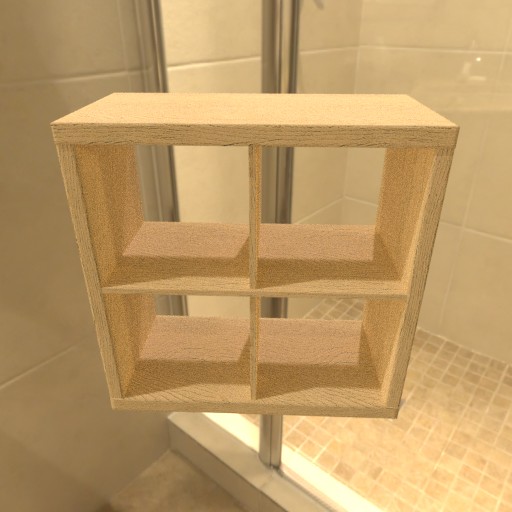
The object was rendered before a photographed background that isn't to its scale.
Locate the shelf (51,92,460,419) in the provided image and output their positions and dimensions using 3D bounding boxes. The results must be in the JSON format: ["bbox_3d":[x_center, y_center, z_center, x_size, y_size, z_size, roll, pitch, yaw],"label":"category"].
[{"bbox_3d":[0.000,0.000,1.213,0.790,0.786,0.390,1,28,2],"label":"shelf"}]
